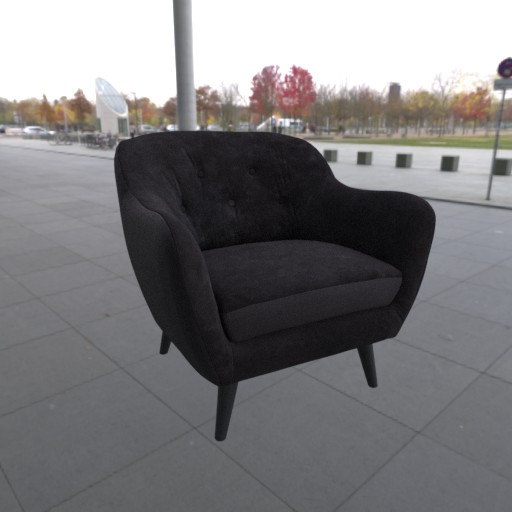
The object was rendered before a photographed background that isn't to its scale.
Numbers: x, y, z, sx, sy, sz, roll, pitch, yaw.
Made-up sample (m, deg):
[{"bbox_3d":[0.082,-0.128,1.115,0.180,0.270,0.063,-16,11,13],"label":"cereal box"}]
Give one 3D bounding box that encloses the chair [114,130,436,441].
[{"bbox_3d":[0.000,0.000,1.496,0.840,0.807,0.819,-9,18,-27],"label":"chair"}]
